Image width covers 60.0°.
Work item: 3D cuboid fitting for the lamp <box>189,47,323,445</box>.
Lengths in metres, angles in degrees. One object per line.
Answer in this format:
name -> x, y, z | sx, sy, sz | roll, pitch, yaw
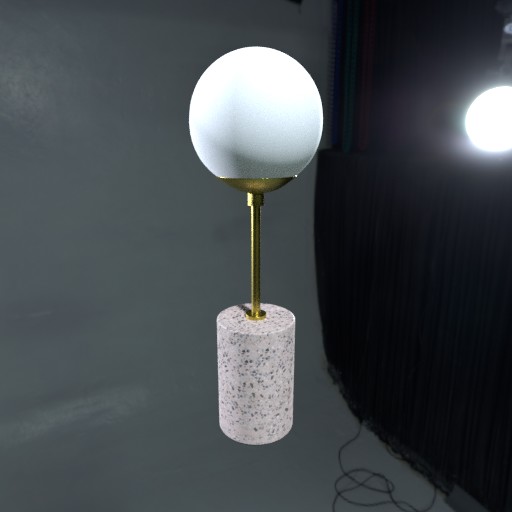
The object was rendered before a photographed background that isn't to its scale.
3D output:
lamp -> 0.000, 0.000, 0.557 | 0.153, 0.480, 0.153 | 0, 15, 0
